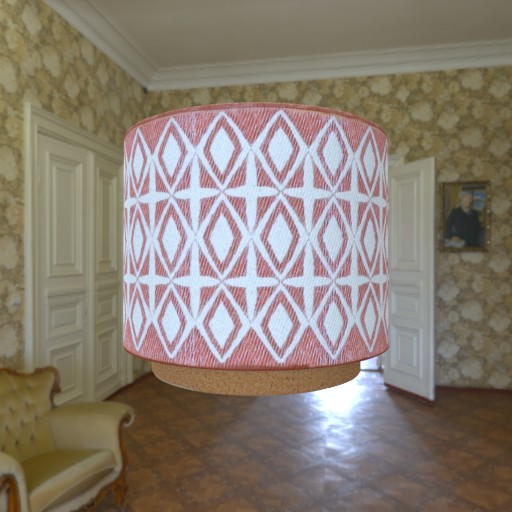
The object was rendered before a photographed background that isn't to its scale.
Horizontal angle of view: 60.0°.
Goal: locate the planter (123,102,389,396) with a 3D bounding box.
[{"bbox_3d":[0.000,0.000,0.477,0.273,0.237,0.273,0,-1,0],"label":"planter"}]
